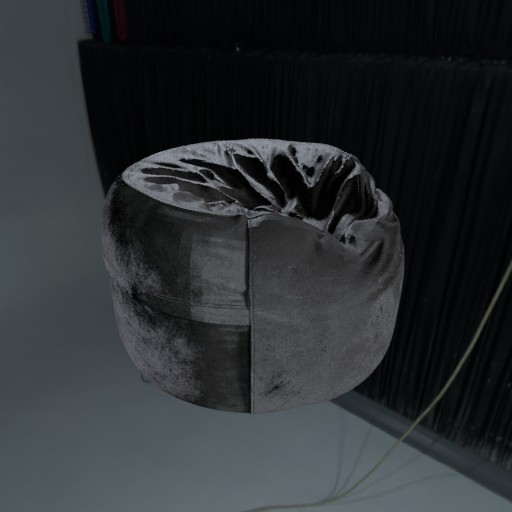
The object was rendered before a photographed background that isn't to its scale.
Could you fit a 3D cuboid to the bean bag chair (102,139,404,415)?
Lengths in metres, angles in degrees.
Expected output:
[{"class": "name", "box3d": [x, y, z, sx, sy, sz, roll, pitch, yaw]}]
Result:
[{"class": "bean bag chair", "box3d": [0.000, 0.000, 1.433, 0.918, 0.605, 0.918, 0, 28, 0]}]
